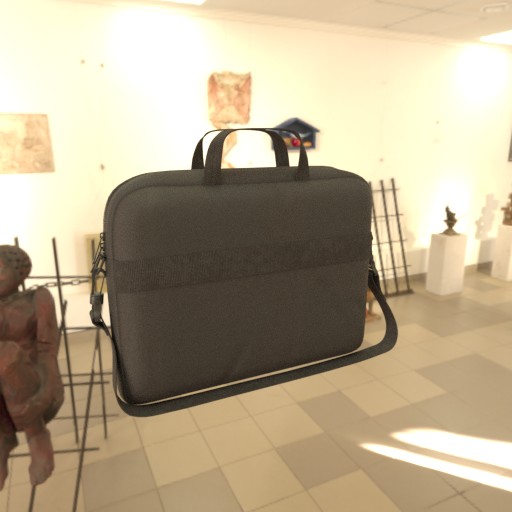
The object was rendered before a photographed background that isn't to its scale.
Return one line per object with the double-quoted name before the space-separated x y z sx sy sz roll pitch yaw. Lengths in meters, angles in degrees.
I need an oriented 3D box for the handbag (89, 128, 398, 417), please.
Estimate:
"handbag" 0.000 0.000 0.442 0.320 0.244 0.089 -7 17 -25
